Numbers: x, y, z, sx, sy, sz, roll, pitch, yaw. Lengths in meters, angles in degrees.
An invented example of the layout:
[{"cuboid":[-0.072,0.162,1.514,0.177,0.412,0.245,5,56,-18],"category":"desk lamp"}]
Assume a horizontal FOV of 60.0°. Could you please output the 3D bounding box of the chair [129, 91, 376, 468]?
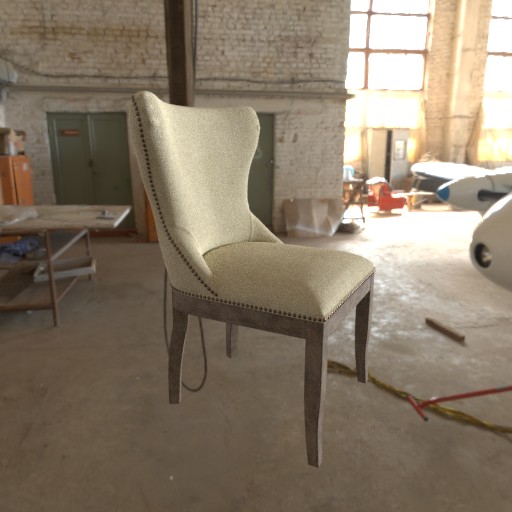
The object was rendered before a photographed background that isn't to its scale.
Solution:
[{"cuboid":[0.000,0.000,1.474,0.681,1.002,0.654,7,16,27],"category":"chair"}]
